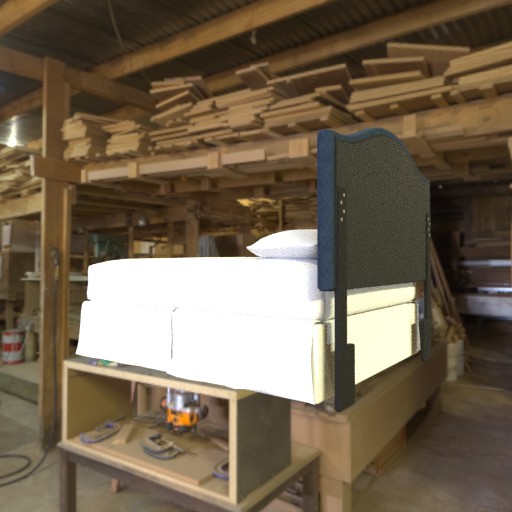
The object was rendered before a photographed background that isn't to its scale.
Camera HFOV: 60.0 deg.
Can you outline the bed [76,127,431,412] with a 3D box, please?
[{"bbox_3d":[0.000,0.000,3.363,2.153,1.518,1.713,-1,-1,37],"label":"bed"}]
